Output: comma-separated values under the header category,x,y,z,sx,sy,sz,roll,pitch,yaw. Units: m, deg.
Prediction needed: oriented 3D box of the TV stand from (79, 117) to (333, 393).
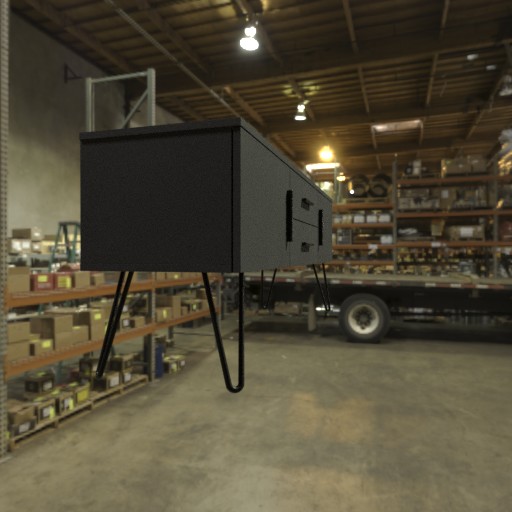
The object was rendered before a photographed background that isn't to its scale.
category,x,y,z,sx,sy,sz,roll,pitch,yaw
TV stand,0.000,0.000,1.609,0.400,0.560,1.400,0,0,17
